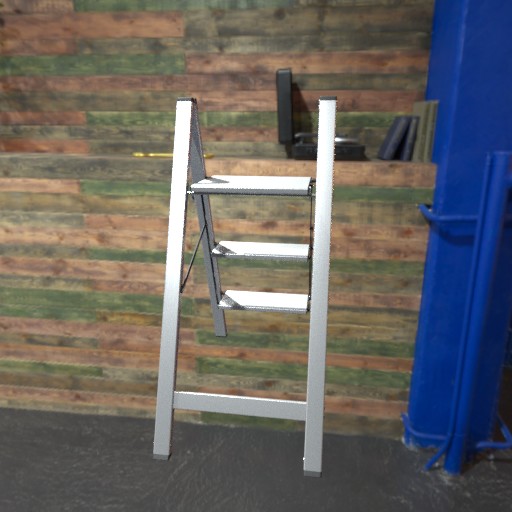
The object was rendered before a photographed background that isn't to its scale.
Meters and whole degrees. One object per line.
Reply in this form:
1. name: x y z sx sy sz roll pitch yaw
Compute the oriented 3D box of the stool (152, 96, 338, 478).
1. stool: 0.000 0.000 1.336 0.441 0.902 0.730 2 17 8
